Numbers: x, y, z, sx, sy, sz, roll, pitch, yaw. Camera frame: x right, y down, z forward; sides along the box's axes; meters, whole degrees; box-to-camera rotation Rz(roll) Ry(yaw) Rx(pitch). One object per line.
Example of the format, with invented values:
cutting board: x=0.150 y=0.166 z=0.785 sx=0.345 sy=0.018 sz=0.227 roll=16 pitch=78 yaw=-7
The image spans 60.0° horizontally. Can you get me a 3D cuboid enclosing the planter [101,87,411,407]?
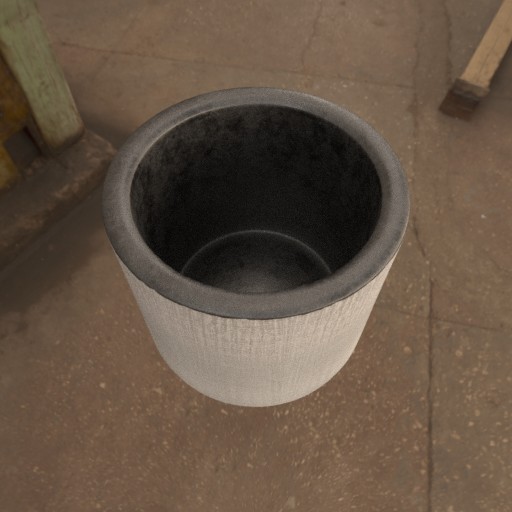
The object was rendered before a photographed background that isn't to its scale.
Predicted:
planter: x=0.000 y=0.000 z=0.225 sx=0.125 sy=0.112 sz=0.125 roll=0 pitch=56 yaw=0
